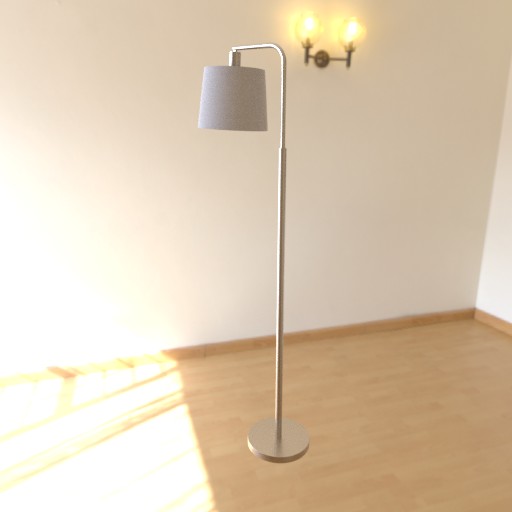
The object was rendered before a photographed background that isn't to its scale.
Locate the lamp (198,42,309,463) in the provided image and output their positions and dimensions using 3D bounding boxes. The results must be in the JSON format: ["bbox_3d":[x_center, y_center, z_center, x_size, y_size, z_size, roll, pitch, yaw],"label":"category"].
[{"bbox_3d":[0.000,0.000,1.664,0.254,1.478,0.508,-13,20,-41],"label":"lamp"}]
